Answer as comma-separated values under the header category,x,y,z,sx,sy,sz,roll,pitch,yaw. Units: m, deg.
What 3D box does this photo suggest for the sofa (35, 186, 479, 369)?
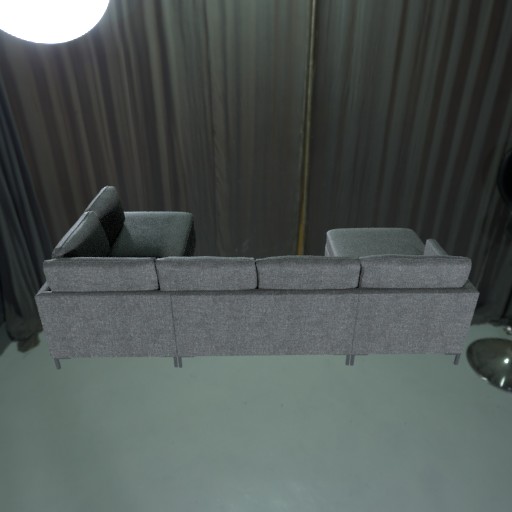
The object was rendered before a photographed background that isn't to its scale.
category,x,y,z,sx,sy,sz,roll,pitch,yaw
sofa,0.000,0.000,4.327,3.423,0.999,2.048,0,29,-1
